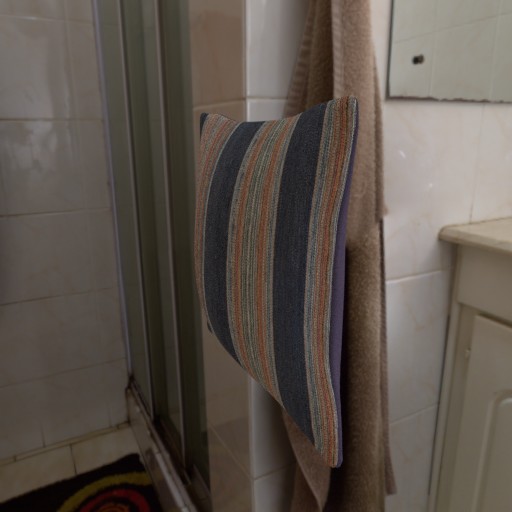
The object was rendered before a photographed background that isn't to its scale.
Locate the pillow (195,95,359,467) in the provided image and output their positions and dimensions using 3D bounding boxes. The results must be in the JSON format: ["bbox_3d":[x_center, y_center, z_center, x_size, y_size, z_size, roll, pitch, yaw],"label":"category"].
[{"bbox_3d":[0.000,0.000,0.651,0.136,0.419,0.437,-8,17,-25],"label":"pillow"}]
